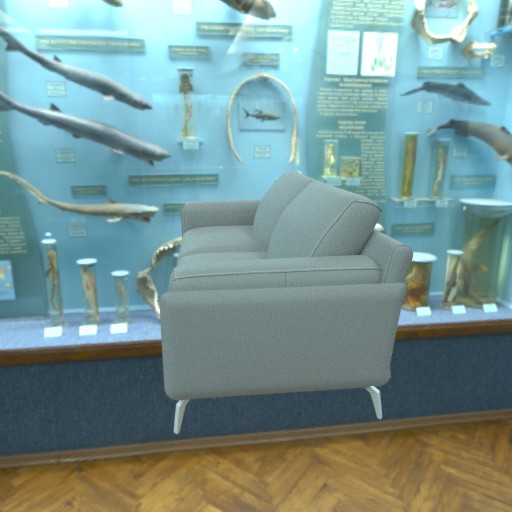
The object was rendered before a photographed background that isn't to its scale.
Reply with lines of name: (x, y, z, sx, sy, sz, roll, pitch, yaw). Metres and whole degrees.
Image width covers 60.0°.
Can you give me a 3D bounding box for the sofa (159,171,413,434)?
sofa: (0.000, 0.000, 2.667, 0.969, 0.900, 2.100, -2, 15, -7)
